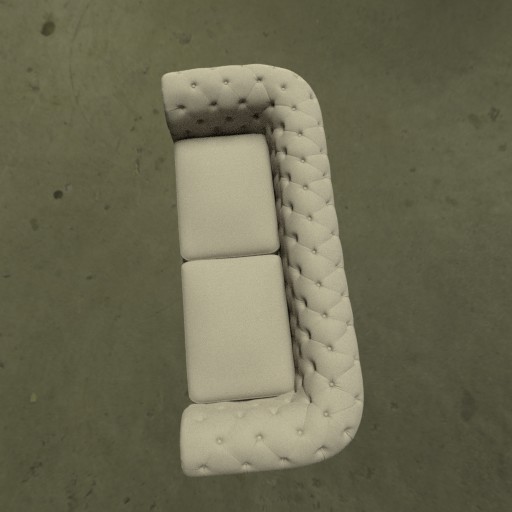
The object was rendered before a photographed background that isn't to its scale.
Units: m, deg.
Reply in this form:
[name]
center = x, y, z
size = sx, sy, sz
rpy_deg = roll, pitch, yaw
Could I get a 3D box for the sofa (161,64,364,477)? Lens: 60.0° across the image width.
[sofa]
center = 0.000, 0.000, 2.805
size = 0.991, 0.749, 2.411
rpy_deg = -5, 75, -1
